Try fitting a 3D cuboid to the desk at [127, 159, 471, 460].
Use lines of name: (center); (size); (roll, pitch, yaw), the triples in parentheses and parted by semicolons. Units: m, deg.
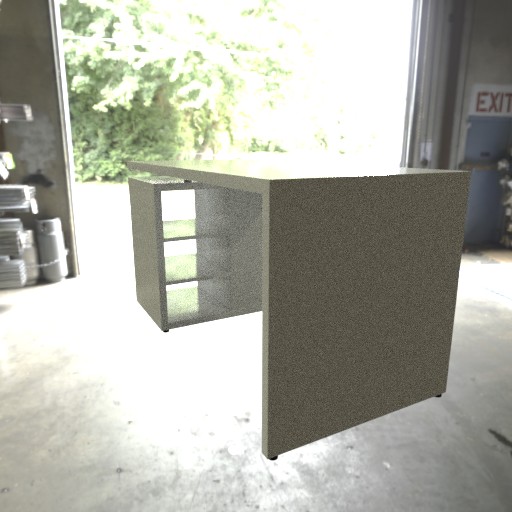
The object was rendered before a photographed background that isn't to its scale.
desk: (0.000, 0.000, 1.837); (0.690, 0.740, 1.400); (-7, 16, -28)
